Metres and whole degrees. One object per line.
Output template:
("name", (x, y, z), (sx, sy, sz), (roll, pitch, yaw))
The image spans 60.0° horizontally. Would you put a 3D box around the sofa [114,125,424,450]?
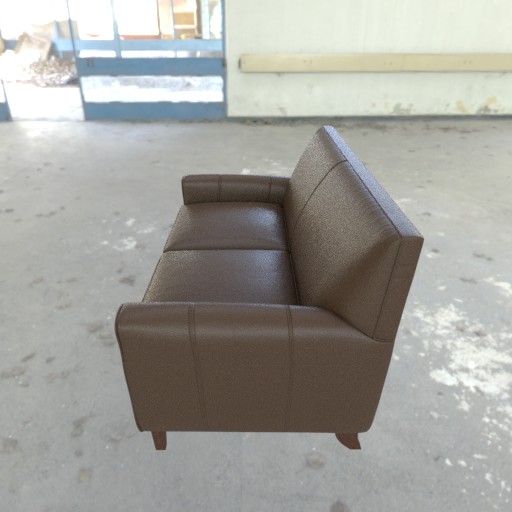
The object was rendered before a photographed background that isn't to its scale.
("sofa", (0.000, 0.000, 1.958), (0.853, 0.859, 1.468), (0, 27, 0))
